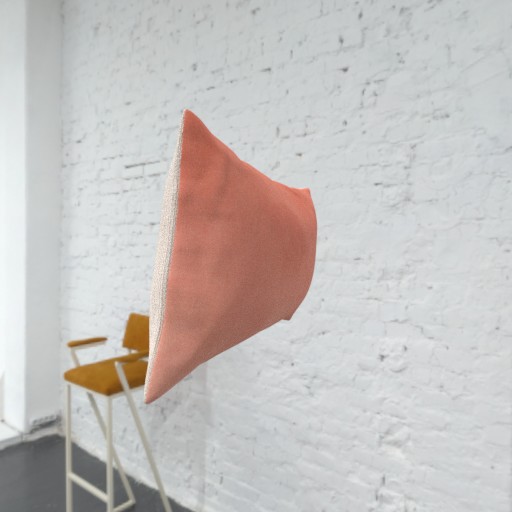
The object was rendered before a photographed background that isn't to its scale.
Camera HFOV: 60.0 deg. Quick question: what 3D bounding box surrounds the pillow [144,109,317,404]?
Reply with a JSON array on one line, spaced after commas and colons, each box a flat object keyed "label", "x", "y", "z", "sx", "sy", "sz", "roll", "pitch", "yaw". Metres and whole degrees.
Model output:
[{"label": "pillow", "x": 0.000, "y": 0.000, "z": 0.745, "sx": 0.155, "sy": 0.307, "sz": 0.608, "roll": 0, "pitch": 1, "yaw": 19}]
